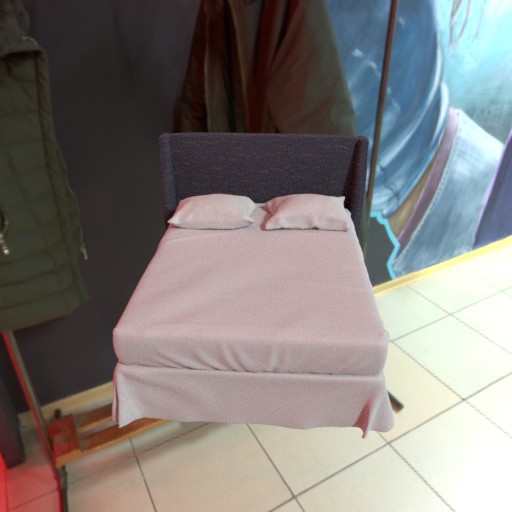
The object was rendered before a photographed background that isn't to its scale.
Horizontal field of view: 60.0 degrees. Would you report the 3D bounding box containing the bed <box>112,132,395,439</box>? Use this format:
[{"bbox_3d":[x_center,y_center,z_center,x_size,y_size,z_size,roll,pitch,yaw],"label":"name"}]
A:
[{"bbox_3d":[0.000,0.000,3.453,1.925,1.332,2.276,2,30,3],"label":"bed"}]
